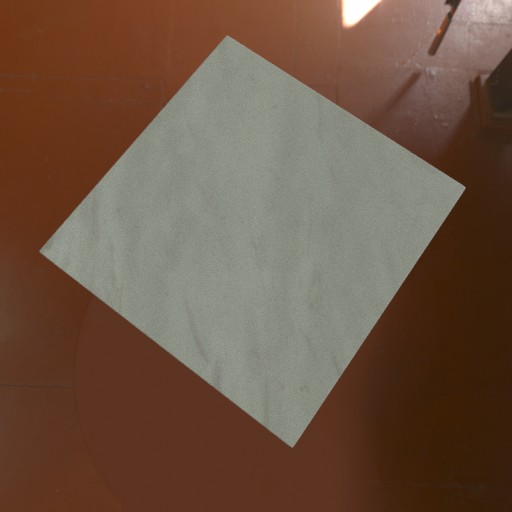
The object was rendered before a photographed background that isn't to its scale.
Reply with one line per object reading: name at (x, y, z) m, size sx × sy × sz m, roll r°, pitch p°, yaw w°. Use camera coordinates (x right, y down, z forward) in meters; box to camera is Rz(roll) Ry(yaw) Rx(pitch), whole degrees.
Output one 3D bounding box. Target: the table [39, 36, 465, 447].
table at (0.000, 0.000, 0.797) m, size 0.455 × 0.431 × 0.455 m, roll 36°, pitch 79°, yaw 8°
